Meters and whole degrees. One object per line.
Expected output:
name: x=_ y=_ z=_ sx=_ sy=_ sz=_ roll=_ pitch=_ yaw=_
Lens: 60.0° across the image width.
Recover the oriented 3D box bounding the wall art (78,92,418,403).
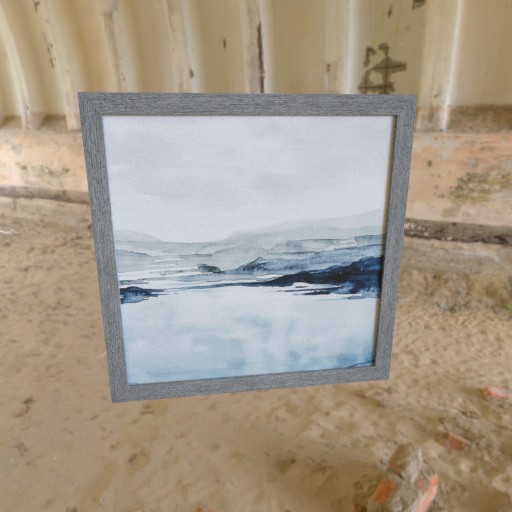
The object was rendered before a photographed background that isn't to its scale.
wall art: x=0.000 y=0.000 z=0.995 sx=0.685 sy=0.685 sz=0.020 roll=-2 pitch=17 yaw=-8
